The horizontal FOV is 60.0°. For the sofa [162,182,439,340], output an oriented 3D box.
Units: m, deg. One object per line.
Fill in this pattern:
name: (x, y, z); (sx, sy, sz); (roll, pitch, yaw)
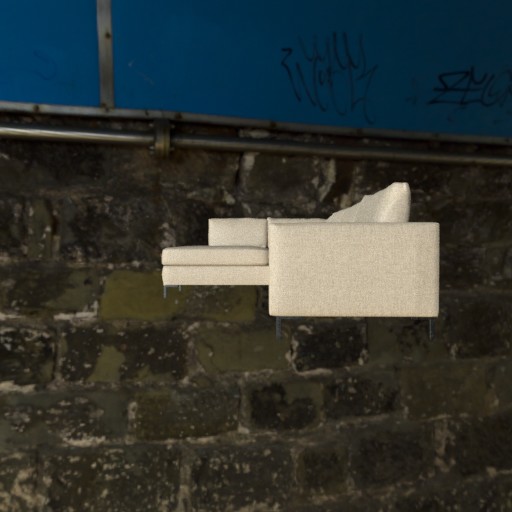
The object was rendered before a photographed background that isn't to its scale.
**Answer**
sofa: (0.000, 0.000, 3.108); (1.617, 0.703, 2.423); (0, 1, 1)
